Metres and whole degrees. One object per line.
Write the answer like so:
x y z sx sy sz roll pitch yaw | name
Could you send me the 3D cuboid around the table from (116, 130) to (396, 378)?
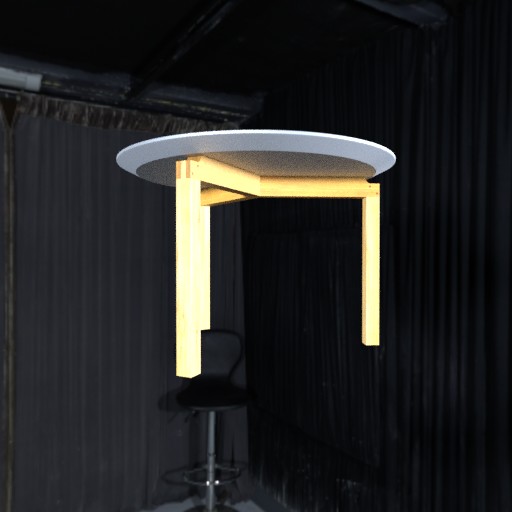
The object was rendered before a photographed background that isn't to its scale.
0.000 0.000 1.001 0.600 0.405 0.600 0 1 0 | table
